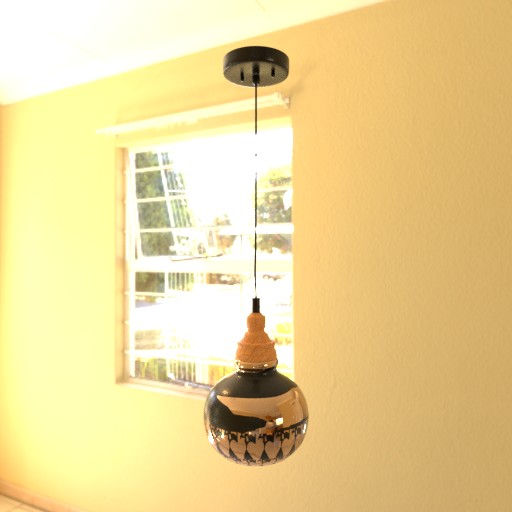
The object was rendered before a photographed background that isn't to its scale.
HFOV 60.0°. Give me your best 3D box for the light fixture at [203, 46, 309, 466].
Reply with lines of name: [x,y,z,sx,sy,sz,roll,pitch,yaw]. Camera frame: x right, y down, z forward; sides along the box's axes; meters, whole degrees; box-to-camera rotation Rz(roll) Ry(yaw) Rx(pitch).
light fixture: [0.000,0.000,1.827,0.430,1.606,0.430,0,-1,18]
